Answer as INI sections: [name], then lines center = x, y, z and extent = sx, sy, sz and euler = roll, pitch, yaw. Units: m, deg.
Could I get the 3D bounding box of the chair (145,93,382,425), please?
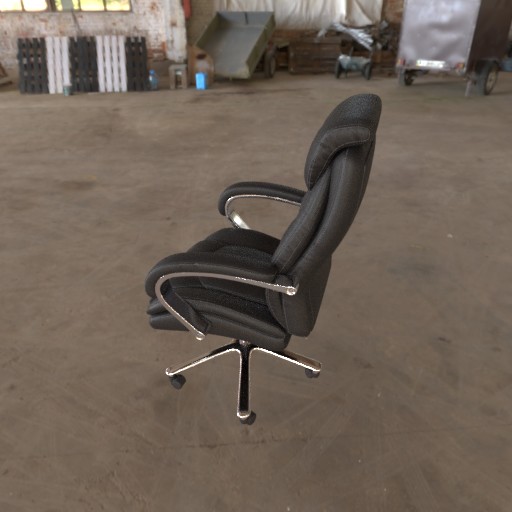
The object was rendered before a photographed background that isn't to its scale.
[chair]
center = 0.000, 0.000, 1.731
extent = 0.790, 1.183, 0.755
euler = 8, 32, 14
